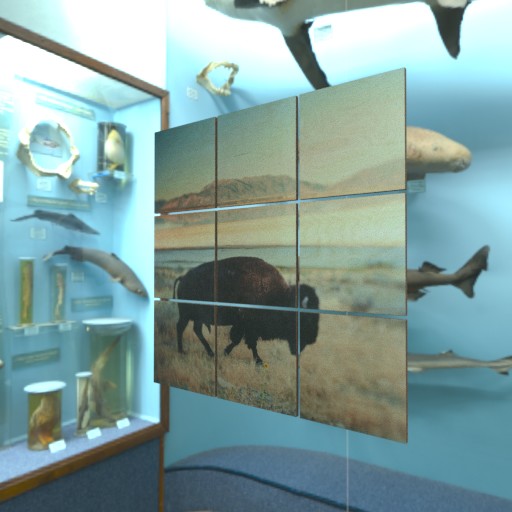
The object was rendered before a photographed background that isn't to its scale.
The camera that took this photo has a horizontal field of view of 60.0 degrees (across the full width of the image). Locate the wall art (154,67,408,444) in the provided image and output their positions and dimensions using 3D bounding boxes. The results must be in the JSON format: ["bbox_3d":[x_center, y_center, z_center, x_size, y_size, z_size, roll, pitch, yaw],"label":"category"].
[{"bbox_3d":[0.000,0.000,1.340,0.906,0.904,0.018,-1,-1,37],"label":"wall art"}]
